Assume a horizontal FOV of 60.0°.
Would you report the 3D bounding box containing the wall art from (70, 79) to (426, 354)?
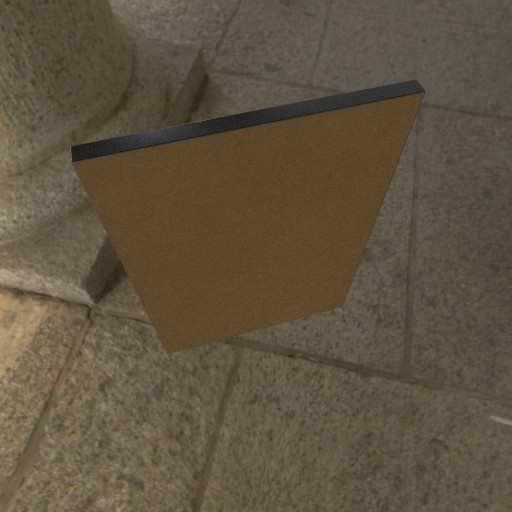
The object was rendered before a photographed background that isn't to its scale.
[{"bbox_3d":[0.000,0.000,0.577,0.314,0.455,0.019,-14,59,-8],"label":"wall art"}]
